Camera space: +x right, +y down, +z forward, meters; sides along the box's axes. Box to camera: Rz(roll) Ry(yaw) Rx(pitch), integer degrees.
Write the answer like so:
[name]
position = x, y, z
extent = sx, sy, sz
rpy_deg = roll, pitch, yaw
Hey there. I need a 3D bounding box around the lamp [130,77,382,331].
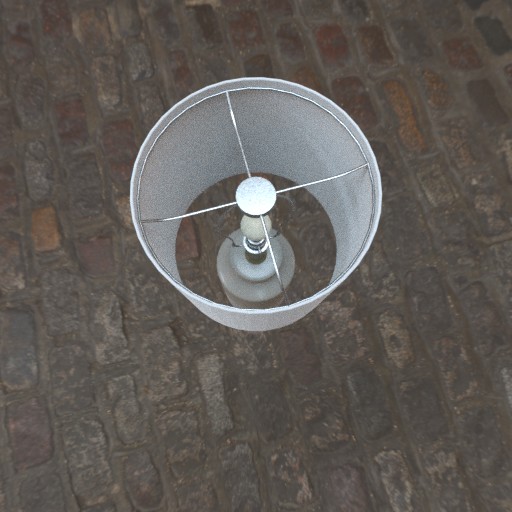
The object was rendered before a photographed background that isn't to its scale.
[lamp]
position = 0.000, 0.000, 0.612
extent = 0.212, 0.493, 0.212
rpy_deg = -15, 77, -4
